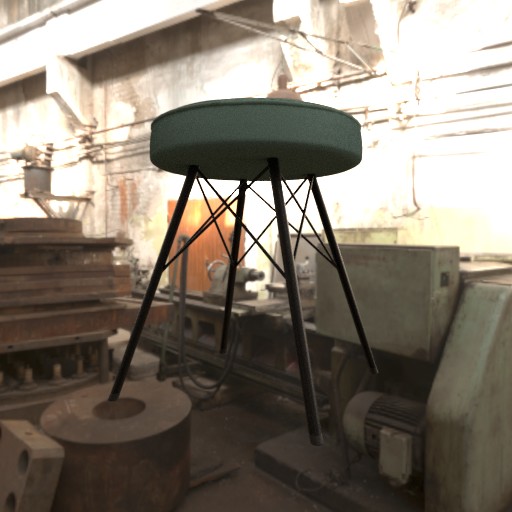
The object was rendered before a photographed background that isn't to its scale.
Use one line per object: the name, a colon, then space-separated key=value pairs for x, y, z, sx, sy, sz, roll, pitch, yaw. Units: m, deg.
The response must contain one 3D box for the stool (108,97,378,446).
stool: x=0.000 y=0.000 z=0.880 sx=0.458 sy=0.519 sz=0.457 roll=1 pitch=2 yaw=35
